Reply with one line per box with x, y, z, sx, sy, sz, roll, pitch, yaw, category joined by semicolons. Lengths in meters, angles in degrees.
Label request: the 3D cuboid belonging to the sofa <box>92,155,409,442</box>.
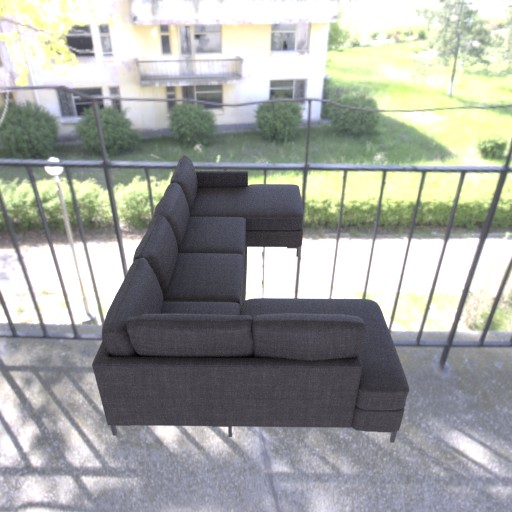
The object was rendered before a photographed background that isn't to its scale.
0.000;0.000;4.327;2.048;0.999;3.423;0;32;1;sofa
